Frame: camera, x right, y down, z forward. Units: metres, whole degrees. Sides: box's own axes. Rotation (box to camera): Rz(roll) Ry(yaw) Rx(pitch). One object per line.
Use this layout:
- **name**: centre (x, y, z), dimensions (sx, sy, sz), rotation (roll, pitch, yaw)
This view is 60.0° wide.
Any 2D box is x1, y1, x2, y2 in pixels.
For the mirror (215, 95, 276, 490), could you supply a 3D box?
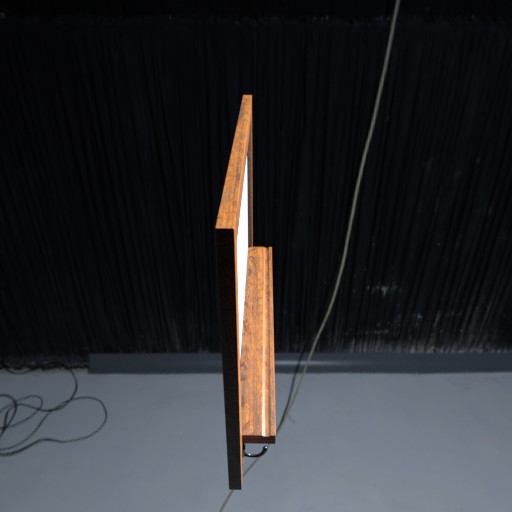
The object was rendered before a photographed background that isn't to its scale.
- **mirror**: centre (0.000, 0.000, 0.989), dimensions (0.084, 0.537, 0.758), rotation (1, 31, 1)
